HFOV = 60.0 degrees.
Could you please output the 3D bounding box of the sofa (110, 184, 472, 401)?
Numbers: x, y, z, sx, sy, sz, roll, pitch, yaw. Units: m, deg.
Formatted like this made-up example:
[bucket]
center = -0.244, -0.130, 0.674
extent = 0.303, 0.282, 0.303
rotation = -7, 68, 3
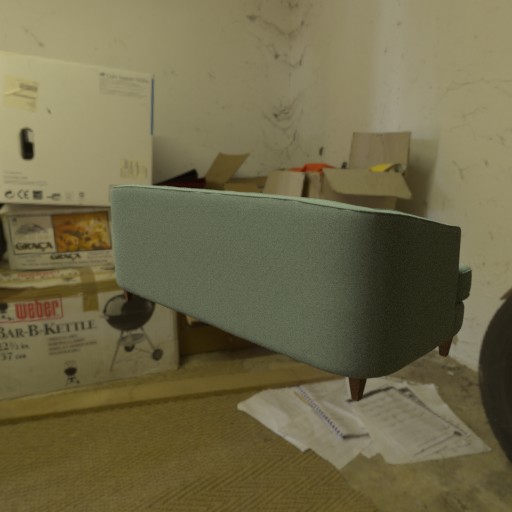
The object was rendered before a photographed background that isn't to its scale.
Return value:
[sofa]
center = 0.000, 0.000, 2.737
extent = 0.941, 0.855, 2.278
rotation = -12, 17, -44
